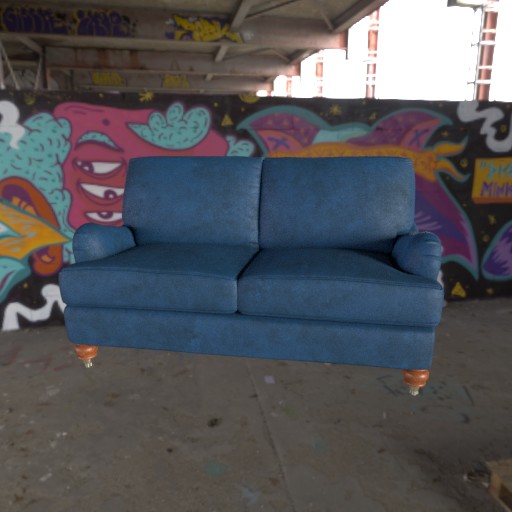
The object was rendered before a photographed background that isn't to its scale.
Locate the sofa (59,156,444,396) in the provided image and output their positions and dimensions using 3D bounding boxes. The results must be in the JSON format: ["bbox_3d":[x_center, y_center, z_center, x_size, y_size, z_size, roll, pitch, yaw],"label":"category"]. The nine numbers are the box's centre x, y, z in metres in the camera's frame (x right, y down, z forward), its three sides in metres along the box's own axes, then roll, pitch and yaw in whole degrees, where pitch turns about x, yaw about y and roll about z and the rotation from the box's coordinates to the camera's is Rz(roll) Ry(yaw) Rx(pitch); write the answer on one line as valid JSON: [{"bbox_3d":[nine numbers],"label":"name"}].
[{"bbox_3d":[0.000,0.000,2.504,1.853,1.101,1.084,2,13,9],"label":"sofa"}]
